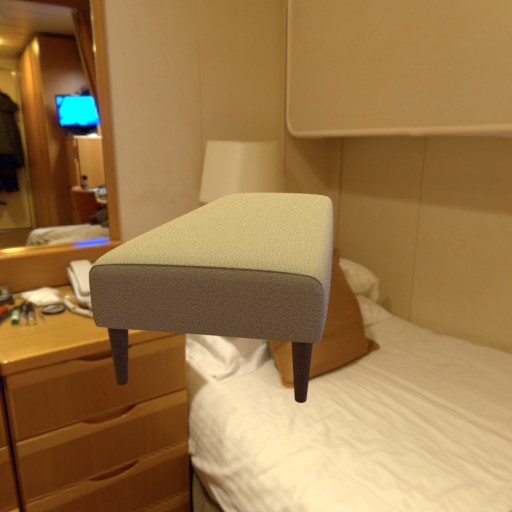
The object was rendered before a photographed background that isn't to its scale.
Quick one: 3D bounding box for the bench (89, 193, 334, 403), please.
[{"bbox_3d":[0.000,0.000,1.899,0.646,0.393,1.609,2,14,10],"label":"bench"}]
